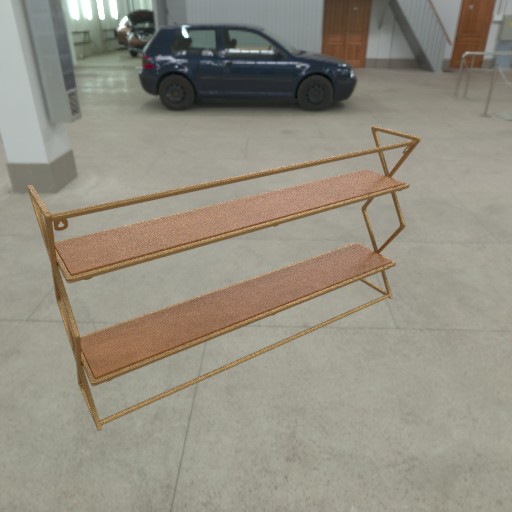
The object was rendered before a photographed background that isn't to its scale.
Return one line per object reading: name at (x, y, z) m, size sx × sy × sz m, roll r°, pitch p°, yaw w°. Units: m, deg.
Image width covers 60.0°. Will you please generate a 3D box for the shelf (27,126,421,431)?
shelf at (0.000, 0.000, 0.994) m, size 0.822 × 0.450 × 0.150 m, roll -17°, pitch 33°, yaw -29°
